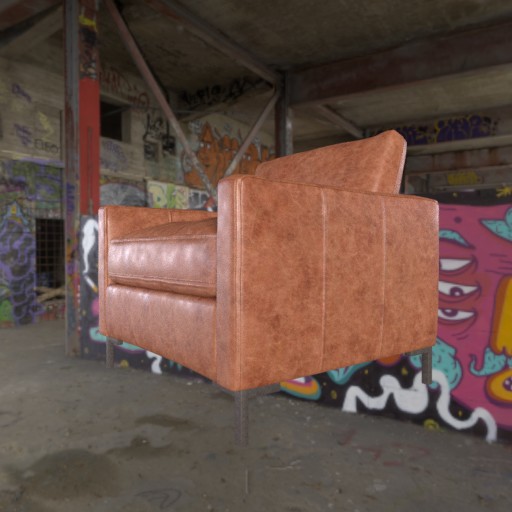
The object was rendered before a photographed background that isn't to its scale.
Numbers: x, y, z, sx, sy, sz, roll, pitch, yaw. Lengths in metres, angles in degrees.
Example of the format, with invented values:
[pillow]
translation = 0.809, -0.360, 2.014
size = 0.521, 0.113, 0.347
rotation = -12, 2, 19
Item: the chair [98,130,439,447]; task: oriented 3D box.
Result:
[chair]
translation = 0.000, 0.000, 1.606
size = 0.862, 0.869, 0.967
rotation = 0, 1, -38
